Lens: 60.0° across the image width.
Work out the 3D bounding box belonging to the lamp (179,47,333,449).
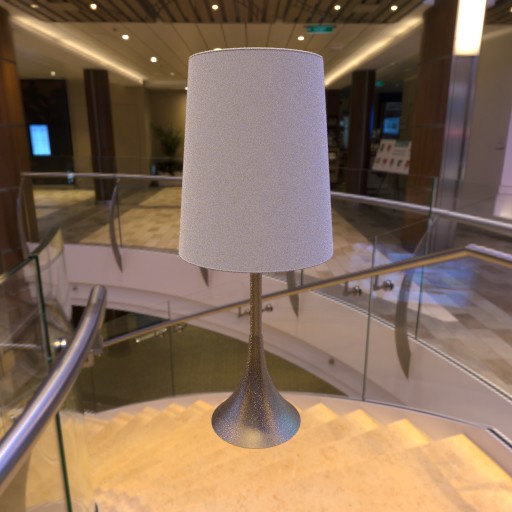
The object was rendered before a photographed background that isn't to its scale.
[{"bbox_3d":[0.000,0.000,0.673,0.231,0.569,0.231,0,15,0],"label":"lamp"}]
